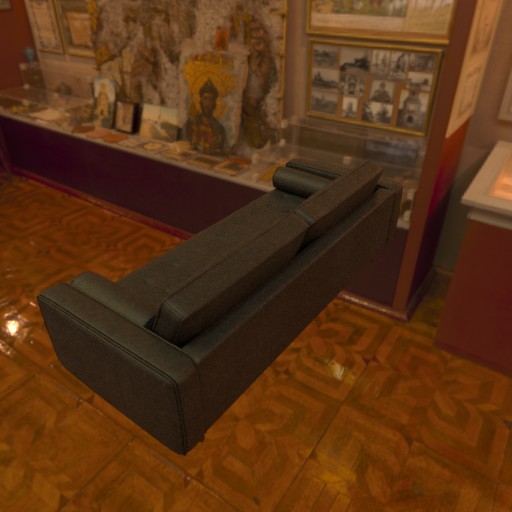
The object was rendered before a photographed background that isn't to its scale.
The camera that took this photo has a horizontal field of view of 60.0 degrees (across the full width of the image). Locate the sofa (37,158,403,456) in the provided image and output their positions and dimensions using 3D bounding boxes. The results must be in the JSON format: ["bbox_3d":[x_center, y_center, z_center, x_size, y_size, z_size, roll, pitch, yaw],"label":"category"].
[{"bbox_3d":[0.000,0.000,2.604,0.914,0.762,2.210,22,39,30],"label":"sofa"}]
